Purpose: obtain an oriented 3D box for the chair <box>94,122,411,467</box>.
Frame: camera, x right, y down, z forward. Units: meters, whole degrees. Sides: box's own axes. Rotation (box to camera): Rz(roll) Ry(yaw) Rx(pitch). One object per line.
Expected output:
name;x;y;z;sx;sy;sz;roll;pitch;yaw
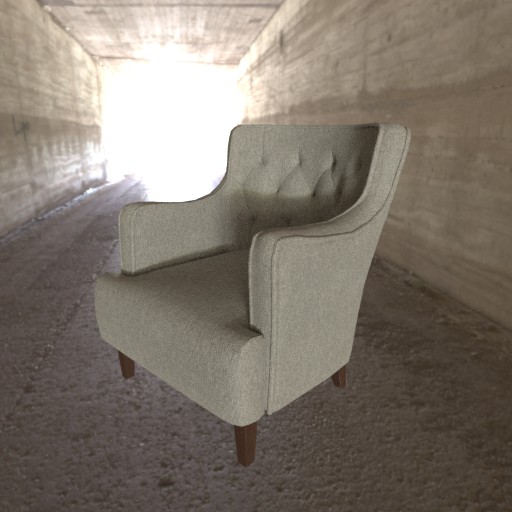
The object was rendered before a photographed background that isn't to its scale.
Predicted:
chair;0.000;0.000;1.575;0.820;0.920;0.910;15;22;43
